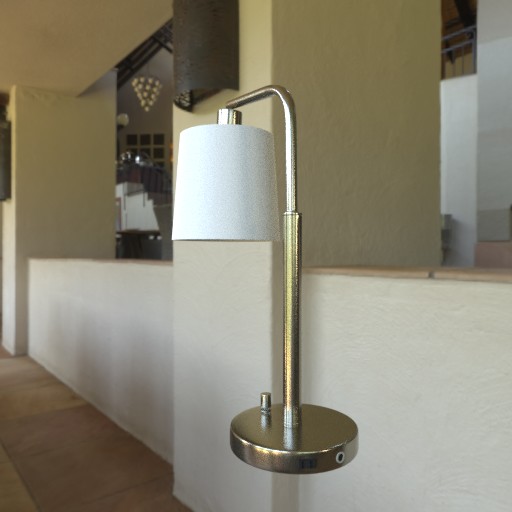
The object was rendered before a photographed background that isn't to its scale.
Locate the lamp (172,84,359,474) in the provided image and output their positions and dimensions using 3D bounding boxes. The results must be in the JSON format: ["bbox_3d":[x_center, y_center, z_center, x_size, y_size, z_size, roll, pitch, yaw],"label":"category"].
[{"bbox_3d":[0.000,0.000,0.642,0.171,0.489,0.333,0,0,-36],"label":"lamp"}]
